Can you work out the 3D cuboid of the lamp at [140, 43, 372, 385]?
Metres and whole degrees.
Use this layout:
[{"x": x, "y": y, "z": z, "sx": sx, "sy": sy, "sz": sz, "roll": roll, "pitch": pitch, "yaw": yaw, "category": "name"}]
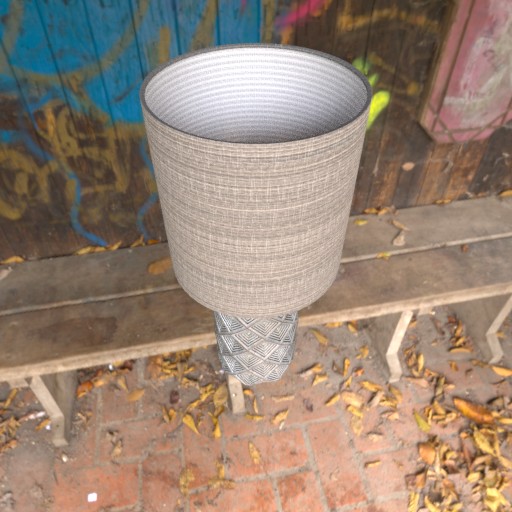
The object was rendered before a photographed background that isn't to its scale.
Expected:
[{"x": 0.000, "y": 0.000, "z": 0.718, "sx": 0.268, "sy": 0.566, "sz": 0.269, "roll": -31, "pitch": 52, "yaw": -27, "category": "lamp"}]
